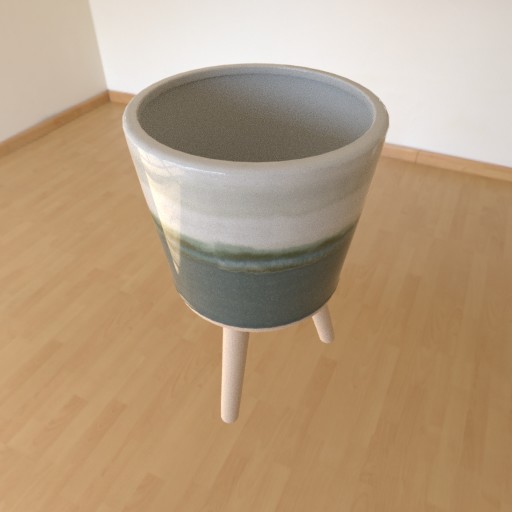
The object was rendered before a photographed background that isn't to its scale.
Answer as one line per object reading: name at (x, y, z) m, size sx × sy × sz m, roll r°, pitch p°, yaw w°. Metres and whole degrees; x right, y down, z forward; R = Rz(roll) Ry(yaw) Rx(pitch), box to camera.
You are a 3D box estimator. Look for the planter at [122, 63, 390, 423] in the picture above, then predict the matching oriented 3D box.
planter at (0.000, 0.000, 0.473) m, size 0.217 × 0.331 × 0.217 m, roll 1°, pitch 41°, yaw 1°
